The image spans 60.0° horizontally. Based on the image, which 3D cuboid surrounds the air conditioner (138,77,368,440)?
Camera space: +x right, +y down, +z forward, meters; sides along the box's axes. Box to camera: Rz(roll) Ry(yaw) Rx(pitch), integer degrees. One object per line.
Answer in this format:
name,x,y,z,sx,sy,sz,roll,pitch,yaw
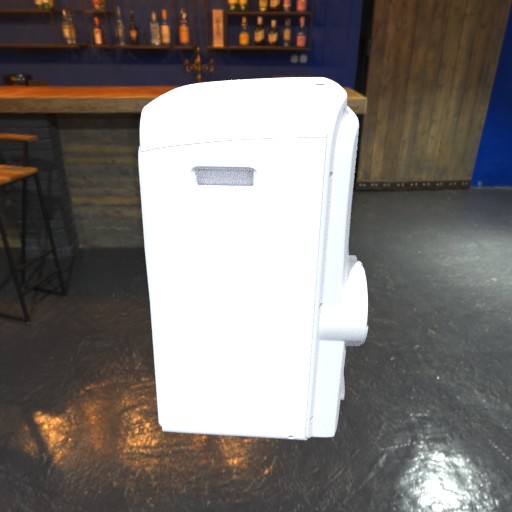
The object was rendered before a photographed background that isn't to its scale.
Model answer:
air conditioner,0.000,0.000,1.052,0.467,0.765,0.478,1,27,2
